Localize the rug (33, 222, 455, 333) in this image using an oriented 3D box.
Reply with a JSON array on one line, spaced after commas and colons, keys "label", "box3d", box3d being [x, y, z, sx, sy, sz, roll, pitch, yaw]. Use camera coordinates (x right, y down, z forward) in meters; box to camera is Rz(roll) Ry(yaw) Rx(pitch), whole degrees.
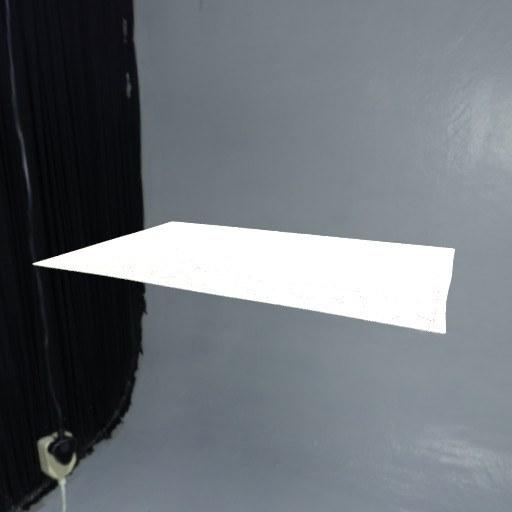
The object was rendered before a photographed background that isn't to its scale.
[{"label": "rug", "box3d": [0.000, 0.000, 2.995, 2.435, 0.012, 1.529, 7, 17, 24]}]
